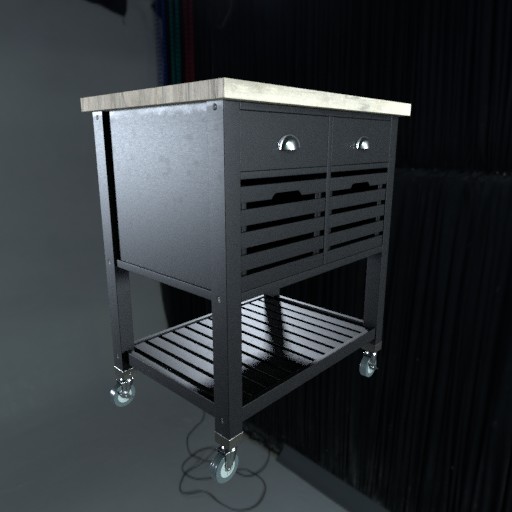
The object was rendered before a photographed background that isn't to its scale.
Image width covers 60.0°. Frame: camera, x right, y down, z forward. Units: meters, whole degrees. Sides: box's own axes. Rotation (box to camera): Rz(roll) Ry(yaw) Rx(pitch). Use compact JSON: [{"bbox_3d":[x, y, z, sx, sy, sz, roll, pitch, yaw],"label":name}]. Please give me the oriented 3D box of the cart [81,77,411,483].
[{"bbox_3d":[0.000,0.000,1.390,0.567,0.920,0.797,13,19,42],"label":"cart"}]
